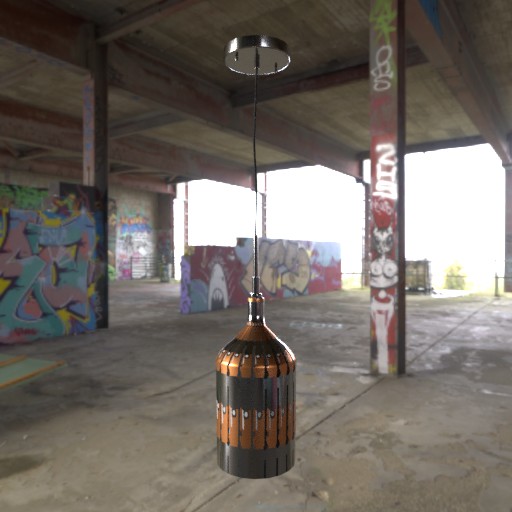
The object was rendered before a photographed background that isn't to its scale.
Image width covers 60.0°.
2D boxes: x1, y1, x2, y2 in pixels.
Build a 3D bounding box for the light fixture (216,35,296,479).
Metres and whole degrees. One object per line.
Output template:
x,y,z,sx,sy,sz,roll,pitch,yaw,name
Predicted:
0.000,0.000,1.668,0.303,1.535,0.303,0,1,0,light fixture
